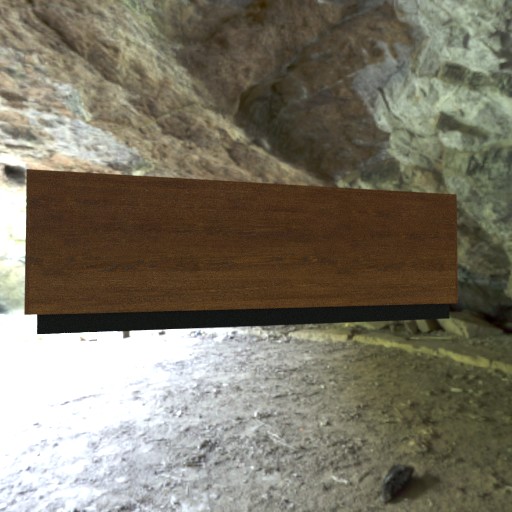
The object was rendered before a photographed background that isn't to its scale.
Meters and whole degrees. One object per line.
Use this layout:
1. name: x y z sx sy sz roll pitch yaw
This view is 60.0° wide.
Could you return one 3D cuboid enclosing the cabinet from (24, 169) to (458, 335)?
1. cabinet: 0.000 0.000 1.787 1.600 0.510 0.419 1 -2 -17
